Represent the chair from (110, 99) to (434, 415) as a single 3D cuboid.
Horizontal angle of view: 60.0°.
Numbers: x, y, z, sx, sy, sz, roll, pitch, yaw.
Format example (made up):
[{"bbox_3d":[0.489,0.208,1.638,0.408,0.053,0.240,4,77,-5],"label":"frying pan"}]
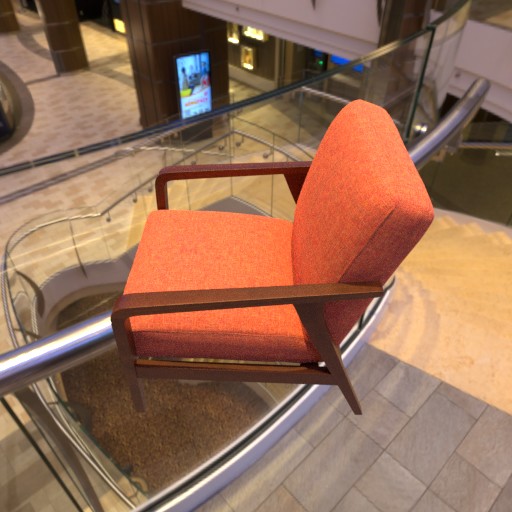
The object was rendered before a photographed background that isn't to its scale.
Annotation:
[{"bbox_3d":[0.000,0.000,1.506,0.860,0.890,0.719,0,42,0],"label":"chair"}]
